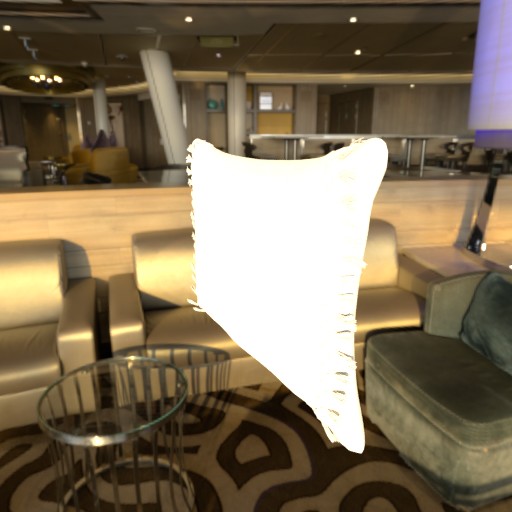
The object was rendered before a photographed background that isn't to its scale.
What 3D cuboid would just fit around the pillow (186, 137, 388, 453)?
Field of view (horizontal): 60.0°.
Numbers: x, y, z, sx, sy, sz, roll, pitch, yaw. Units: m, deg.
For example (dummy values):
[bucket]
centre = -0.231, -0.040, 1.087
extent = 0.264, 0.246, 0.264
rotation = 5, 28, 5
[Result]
[pillow]
centre = 0.000, 0.000, 0.589
extent = 0.084, 0.305, 0.466
rotation = -7, 17, -25
